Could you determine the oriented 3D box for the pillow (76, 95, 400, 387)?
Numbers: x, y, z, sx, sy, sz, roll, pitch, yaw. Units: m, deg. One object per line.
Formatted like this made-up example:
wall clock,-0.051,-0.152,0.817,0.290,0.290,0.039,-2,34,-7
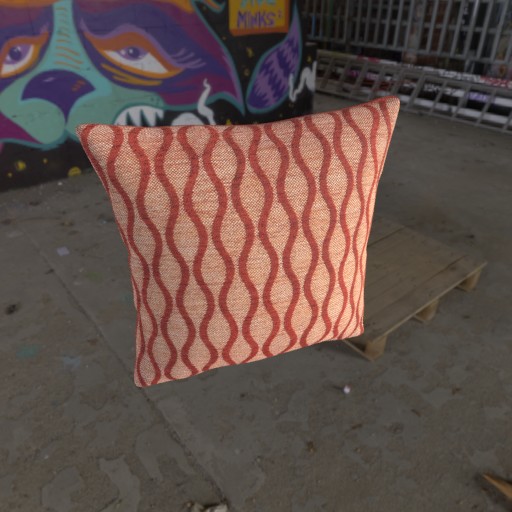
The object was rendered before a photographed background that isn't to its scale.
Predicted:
pillow,0.000,0.000,0.668,0.429,0.434,0.159,-10,33,-16
